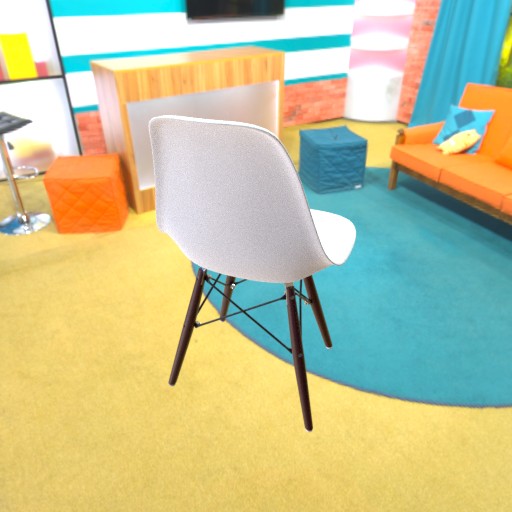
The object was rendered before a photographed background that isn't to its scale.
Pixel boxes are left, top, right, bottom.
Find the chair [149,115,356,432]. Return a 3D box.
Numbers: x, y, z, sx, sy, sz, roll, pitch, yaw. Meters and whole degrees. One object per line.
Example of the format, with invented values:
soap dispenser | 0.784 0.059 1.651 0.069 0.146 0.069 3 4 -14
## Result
chair | 0.000 0.000 1.141 0.470 0.826 0.533 11 34 17
